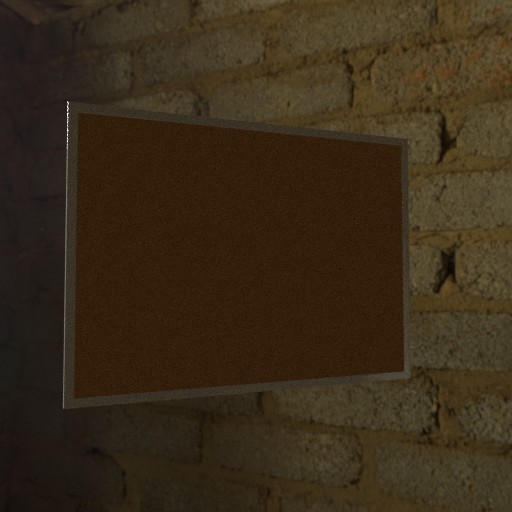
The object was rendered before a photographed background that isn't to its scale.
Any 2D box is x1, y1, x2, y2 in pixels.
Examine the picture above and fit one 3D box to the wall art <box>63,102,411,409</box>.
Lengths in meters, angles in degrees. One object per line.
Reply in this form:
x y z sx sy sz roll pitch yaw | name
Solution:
0.000 0.000 1.320 1.041 0.787 0.053 1 -2 -18 | wall art
